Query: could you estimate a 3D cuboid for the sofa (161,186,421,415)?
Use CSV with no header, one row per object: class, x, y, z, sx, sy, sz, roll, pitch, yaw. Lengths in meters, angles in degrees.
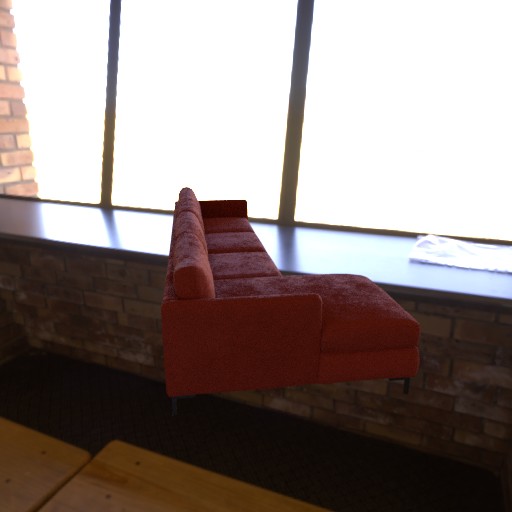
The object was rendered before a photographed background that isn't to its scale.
sofa,0.000,0.000,3.020,1.136,0.663,2.467,-3,17,-8
